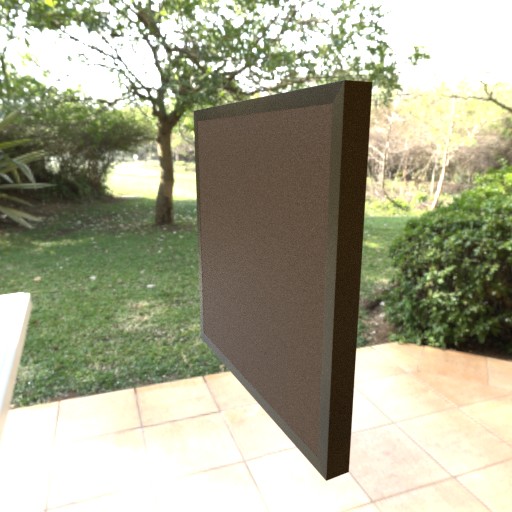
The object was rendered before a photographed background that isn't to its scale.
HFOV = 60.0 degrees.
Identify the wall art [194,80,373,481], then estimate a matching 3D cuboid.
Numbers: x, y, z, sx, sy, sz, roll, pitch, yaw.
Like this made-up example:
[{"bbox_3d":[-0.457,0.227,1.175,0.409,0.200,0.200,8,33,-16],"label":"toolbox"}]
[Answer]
[{"bbox_3d":[0.000,0.000,0.765,0.038,0.508,0.507,-7,16,-25],"label":"wall art"}]
